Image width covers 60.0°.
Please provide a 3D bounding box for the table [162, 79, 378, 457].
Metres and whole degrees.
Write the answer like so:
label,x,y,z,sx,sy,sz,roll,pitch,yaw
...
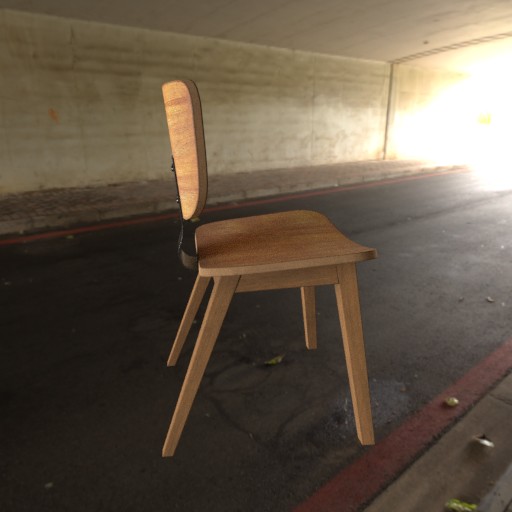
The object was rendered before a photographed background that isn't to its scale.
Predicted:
label,x,y,z,sx,sy,sz,roll,pitch,yaw
table,0.000,0.000,1.130,0.500,0.805,0.499,-3,17,-9
